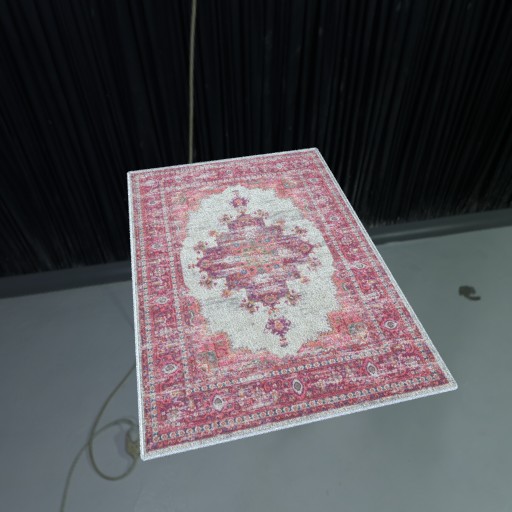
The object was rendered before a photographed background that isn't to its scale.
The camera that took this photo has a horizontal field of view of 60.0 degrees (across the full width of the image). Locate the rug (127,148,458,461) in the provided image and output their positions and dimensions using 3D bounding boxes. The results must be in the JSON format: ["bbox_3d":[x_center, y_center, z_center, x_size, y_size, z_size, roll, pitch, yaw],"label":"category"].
[{"bbox_3d":[0.000,0.000,2.222,1.217,0.011,1.747,-9,47,-9],"label":"rug"}]
